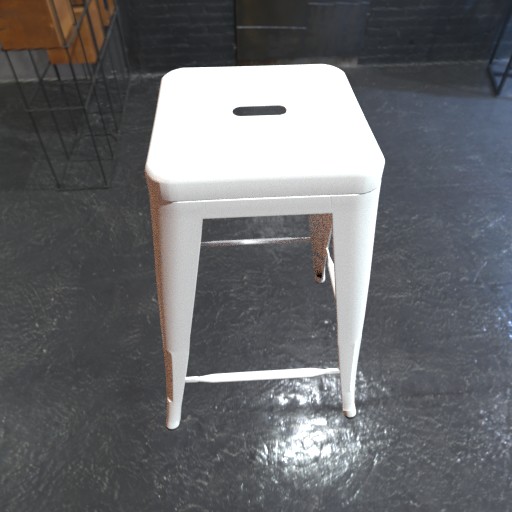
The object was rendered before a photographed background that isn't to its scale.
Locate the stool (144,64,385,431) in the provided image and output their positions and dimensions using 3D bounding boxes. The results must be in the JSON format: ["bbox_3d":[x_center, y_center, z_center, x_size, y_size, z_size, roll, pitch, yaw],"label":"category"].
[{"bbox_3d":[0.000,0.000,0.857,0.406,0.610,0.406,-3,46,-3],"label":"stool"}]
